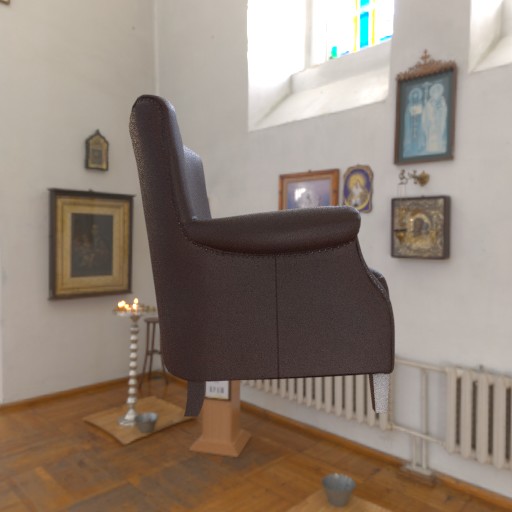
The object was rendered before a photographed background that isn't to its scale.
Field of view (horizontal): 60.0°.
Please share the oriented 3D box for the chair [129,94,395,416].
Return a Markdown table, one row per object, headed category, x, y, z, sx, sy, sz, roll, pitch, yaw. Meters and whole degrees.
| category | x | y | z | sx | sy | sz | roll | pitch | yaw |
| --- | --- | --- | --- | --- | --- | --- | --- | --- | --- |
| chair | 0.000 | 0.000 | 1.374 | 0.746 | 0.800 | 0.700 | 0 | 0 | -1 |
